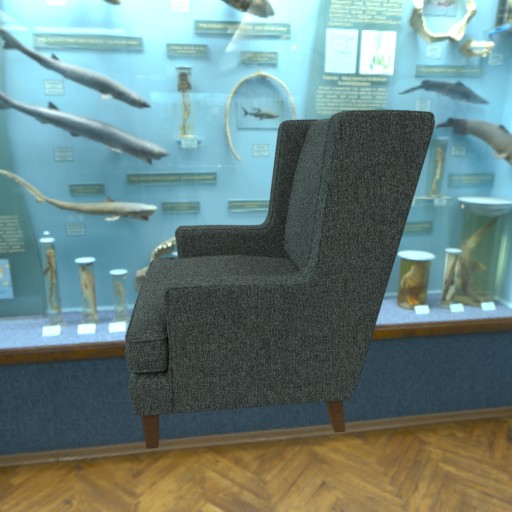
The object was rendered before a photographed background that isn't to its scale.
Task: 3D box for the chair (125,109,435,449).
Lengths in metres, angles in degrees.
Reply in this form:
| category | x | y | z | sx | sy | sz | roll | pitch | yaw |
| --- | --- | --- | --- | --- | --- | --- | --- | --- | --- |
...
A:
| category | x | y | z | sx | sy | sz | roll | pitch | yaw |
| --- | --- | --- | --- | --- | --- | --- | --- | --- | --- |
| chair | 0.000 | 0.000 | 1.787 | 0.927 | 1.082 | 0.942 | -2 | 15 | -7 |
